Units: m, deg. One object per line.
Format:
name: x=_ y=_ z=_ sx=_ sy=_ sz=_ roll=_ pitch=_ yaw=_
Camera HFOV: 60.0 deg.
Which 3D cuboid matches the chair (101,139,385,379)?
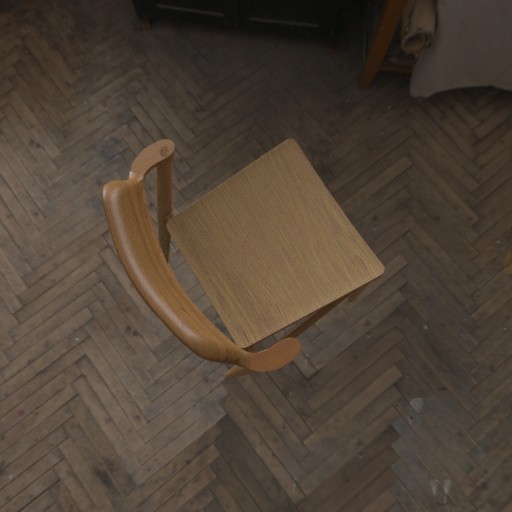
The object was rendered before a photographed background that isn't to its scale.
chair: x=0.000 y=0.000 z=1.134 sx=0.499 sy=0.792 sz=0.512 roll=-31 pitch=79 yaw=-7
